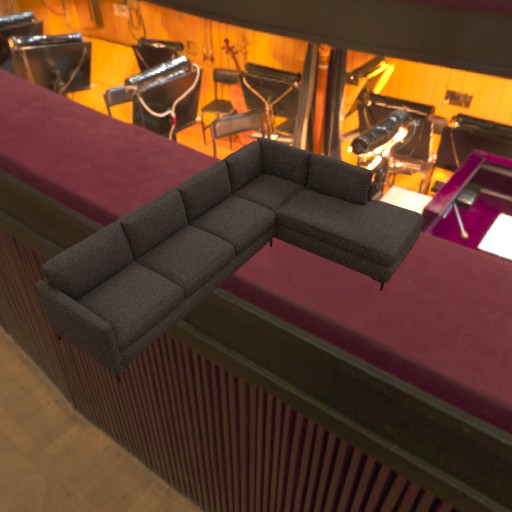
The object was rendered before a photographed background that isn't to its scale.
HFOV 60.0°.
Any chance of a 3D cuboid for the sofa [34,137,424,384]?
[{"bbox_3d":[0.000,0.000,3.869,2.007,0.815,2.949,24,45,27],"label":"sofa"}]
